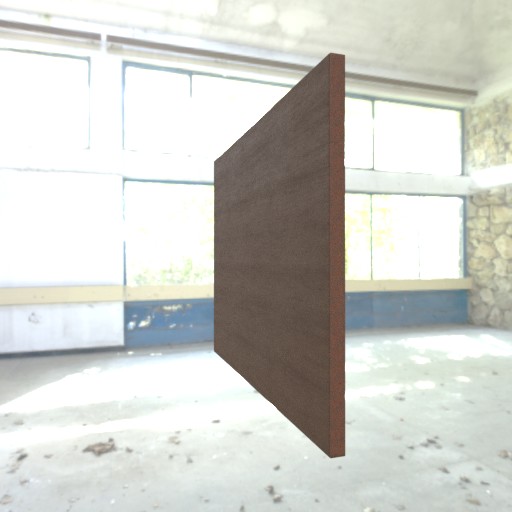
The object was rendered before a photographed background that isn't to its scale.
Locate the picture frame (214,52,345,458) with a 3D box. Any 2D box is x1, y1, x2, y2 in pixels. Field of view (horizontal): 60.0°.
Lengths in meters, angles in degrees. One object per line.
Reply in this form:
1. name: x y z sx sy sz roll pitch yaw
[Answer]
1. picture frame: 0.000 0.000 1.748 0.045 1.018 1.329 0 0 -18
